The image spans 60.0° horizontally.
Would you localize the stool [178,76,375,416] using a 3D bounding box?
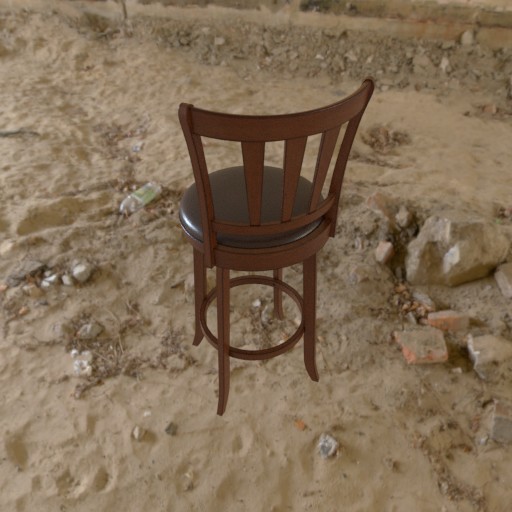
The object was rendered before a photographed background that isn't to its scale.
[{"bbox_3d":[0.000,0.000,1.439,0.464,1.177,0.503,-14,42,-16],"label":"stool"}]
